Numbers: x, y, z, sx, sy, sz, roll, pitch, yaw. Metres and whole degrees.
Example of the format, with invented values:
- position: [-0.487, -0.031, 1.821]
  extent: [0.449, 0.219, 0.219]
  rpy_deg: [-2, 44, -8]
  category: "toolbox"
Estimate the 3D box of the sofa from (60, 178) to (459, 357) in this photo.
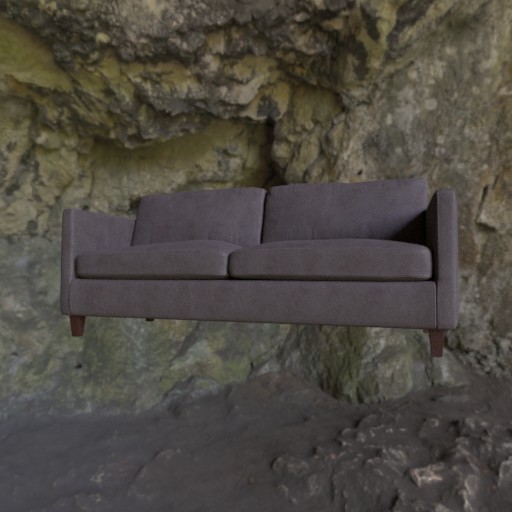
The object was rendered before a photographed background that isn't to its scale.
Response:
- position: [0.000, 0.000, 2.746]
  extent: [2.208, 0.965, 0.951]
  rpy_deg: [-1, -2, 18]
  category: "sofa"
